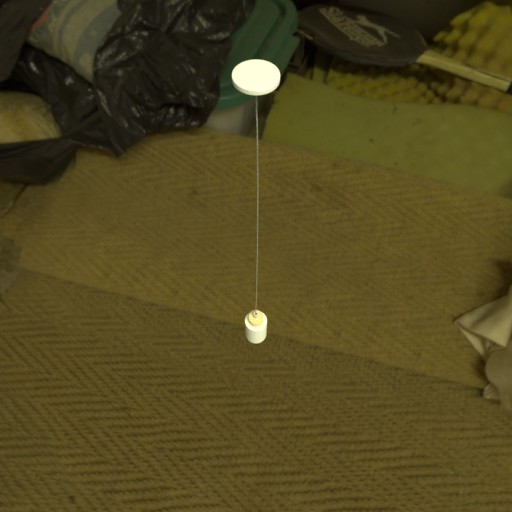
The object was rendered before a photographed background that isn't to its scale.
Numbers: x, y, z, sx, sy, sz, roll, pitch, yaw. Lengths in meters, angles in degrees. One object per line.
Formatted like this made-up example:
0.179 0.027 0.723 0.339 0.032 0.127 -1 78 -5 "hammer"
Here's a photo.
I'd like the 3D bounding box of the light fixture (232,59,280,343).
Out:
0.000 0.000 1.908 0.125 1.798 0.125 -1 59 -1 "light fixture"
